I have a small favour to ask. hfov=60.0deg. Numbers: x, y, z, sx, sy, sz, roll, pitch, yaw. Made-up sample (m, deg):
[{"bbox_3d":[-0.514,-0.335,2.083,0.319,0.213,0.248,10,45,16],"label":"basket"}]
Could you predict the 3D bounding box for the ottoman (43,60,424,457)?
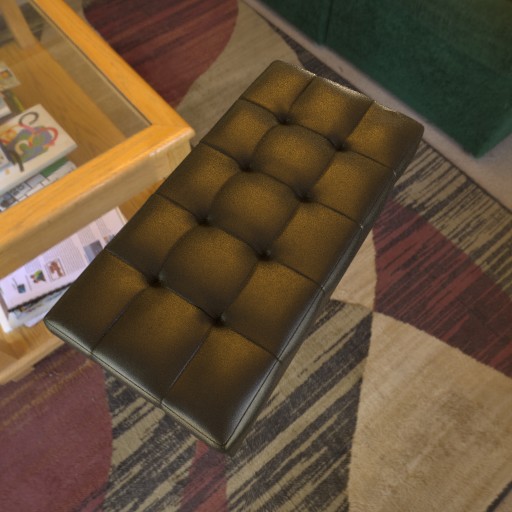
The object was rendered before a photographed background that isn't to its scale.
[{"bbox_3d":[0.000,0.000,1.102,0.432,0.470,0.838,30,67,14],"label":"ottoman"}]
